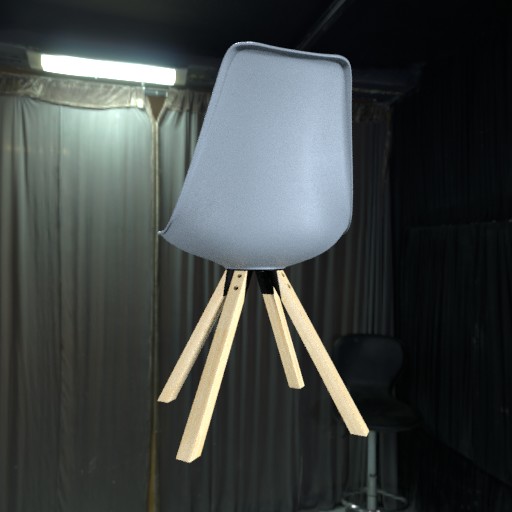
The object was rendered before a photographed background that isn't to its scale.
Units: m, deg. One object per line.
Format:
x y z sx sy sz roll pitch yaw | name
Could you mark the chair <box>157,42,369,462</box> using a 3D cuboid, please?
0.000 0.000 1.149 0.485 0.850 0.549 0 1 -18 | chair
